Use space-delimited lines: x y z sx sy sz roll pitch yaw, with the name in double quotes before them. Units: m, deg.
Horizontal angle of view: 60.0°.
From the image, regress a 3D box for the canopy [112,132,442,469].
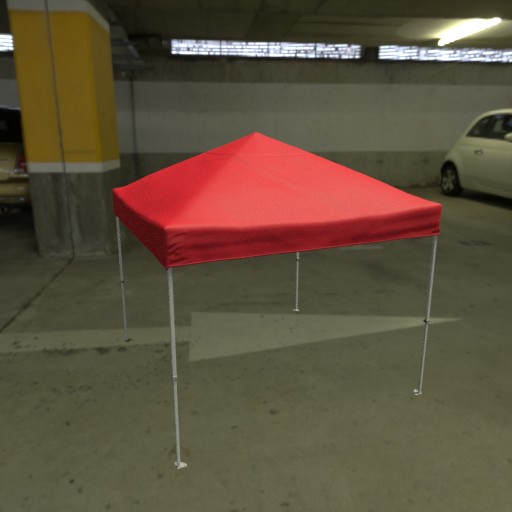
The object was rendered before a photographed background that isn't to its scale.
"canopy" 0.000 0.000 5.573 2.996 2.997 2.998 -7 16 -24
